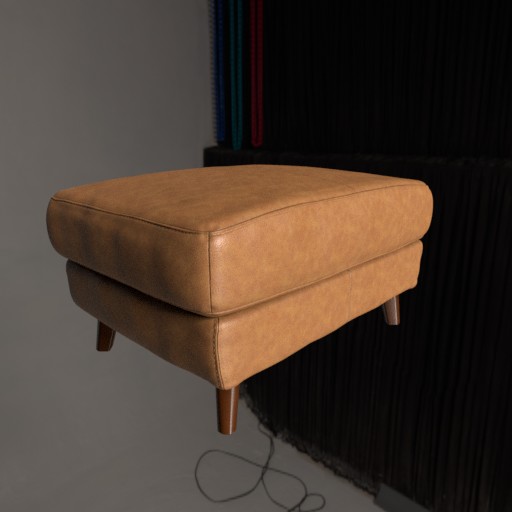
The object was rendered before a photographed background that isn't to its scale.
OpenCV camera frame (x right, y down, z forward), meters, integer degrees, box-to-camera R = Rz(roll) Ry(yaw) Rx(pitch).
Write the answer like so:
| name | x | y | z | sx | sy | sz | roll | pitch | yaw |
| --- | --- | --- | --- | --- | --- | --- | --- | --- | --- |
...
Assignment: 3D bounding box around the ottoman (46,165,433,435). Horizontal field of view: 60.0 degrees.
| name | x | y | z | sx | sy | sz | roll | pitch | yaw |
| --- | --- | --- | --- | --- | --- | --- | --- | --- | --- |
| ottoman | 0.000 | 0.000 | 1.190 | 0.630 | 0.461 | 0.869 | 14 | 21 | 41 |
